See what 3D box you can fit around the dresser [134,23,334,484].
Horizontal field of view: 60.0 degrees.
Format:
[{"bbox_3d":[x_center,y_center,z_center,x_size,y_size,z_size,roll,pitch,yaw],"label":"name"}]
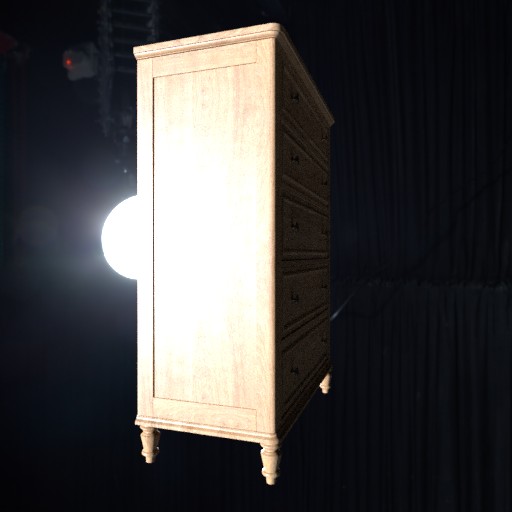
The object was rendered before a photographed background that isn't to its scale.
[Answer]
[{"bbox_3d":[0.000,0.000,1.781,0.484,1.318,0.973,0,0,19],"label":"dresser"}]
